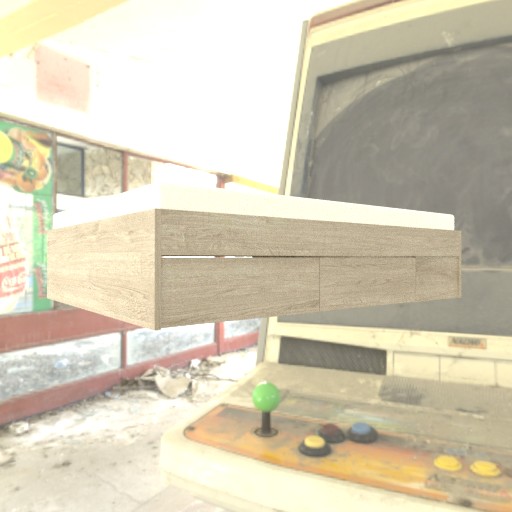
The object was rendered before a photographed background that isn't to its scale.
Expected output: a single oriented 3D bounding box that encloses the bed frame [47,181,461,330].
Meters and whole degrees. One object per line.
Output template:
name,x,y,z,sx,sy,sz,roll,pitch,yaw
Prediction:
bed frame,0.000,0.000,2.594,1.944,0.490,1.448,0,0,-38
